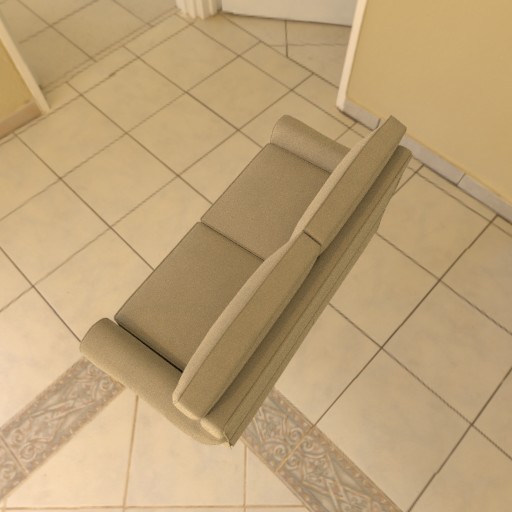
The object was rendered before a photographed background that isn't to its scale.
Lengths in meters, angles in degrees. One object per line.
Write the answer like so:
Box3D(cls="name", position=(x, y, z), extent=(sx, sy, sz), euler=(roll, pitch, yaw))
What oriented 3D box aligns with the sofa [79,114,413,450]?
Box3D(cls="sofa", position=(0.000, 0.000, 2.360), extent=(0.841, 1.024, 1.823), euler=(32, 67, 15))
